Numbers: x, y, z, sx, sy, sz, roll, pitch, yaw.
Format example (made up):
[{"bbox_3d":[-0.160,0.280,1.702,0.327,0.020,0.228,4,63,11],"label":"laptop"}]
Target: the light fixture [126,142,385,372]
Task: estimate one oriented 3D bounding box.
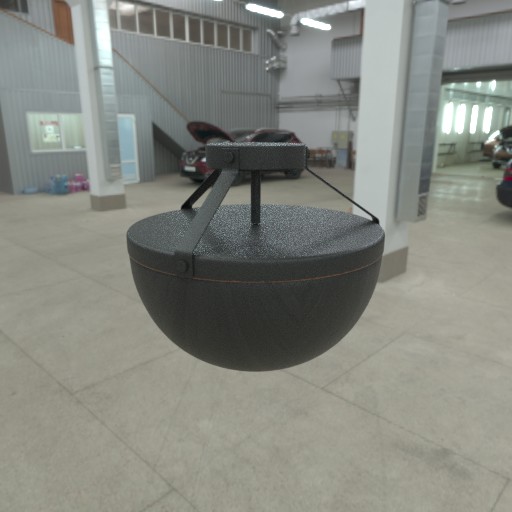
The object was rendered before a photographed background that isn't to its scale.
[{"bbox_3d":[0.000,0.000,0.549,0.304,0.269,0.304,0,16,0],"label":"light fixture"}]
